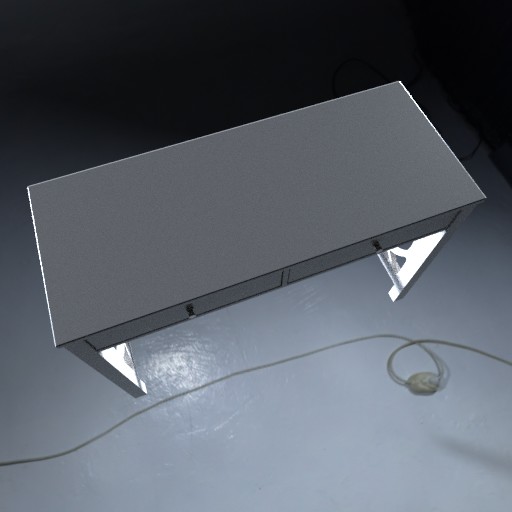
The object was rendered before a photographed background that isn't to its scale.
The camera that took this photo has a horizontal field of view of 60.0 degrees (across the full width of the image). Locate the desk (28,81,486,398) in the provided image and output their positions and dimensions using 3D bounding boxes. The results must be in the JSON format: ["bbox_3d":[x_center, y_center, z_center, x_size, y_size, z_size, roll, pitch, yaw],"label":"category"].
[{"bbox_3d":[0.000,0.000,1.579,1.191,0.762,0.504,-19,64,-9],"label":"desk"}]
